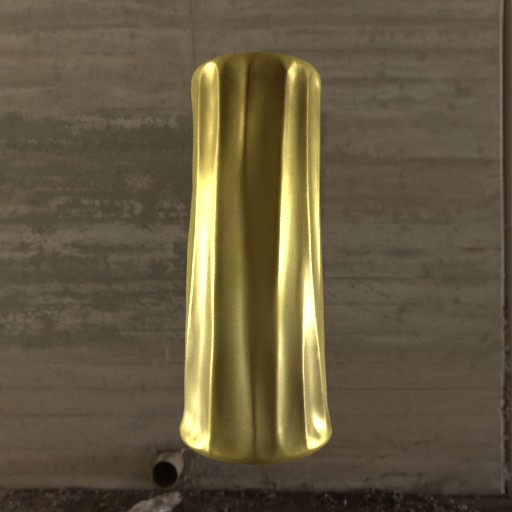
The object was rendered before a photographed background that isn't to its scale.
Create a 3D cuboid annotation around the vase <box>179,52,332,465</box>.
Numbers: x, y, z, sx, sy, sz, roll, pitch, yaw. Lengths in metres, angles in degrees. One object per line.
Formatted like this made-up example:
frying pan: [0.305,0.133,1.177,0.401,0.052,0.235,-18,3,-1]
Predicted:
vase: [0.000,0.000,0.180,0.061,0.143,0.061,0,0,0]
